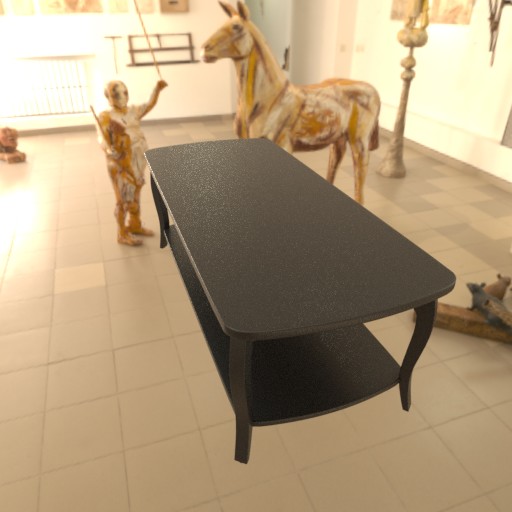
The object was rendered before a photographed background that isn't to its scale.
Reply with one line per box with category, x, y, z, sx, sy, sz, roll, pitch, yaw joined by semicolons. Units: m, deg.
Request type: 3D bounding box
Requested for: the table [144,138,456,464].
table;0.000;0.000;1.562;0.571;0.457;1.333;-10;32;-17
